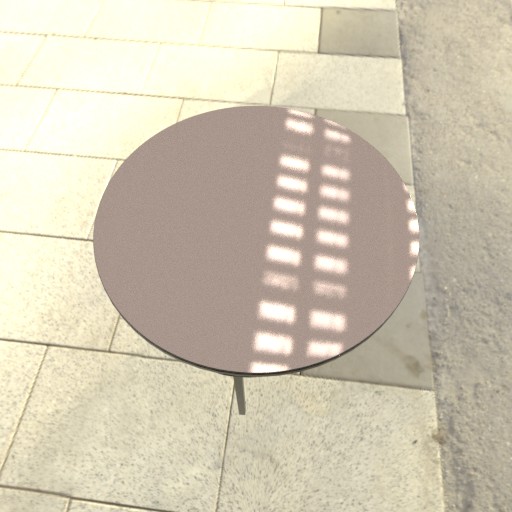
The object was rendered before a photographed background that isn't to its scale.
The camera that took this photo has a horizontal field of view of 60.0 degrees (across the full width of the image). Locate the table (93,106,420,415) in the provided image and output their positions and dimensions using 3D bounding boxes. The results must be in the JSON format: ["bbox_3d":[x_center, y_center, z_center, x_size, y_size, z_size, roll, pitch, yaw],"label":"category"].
[{"bbox_3d":[0.000,0.000,1.274,0.800,0.400,0.800,0,59,0],"label":"table"}]
